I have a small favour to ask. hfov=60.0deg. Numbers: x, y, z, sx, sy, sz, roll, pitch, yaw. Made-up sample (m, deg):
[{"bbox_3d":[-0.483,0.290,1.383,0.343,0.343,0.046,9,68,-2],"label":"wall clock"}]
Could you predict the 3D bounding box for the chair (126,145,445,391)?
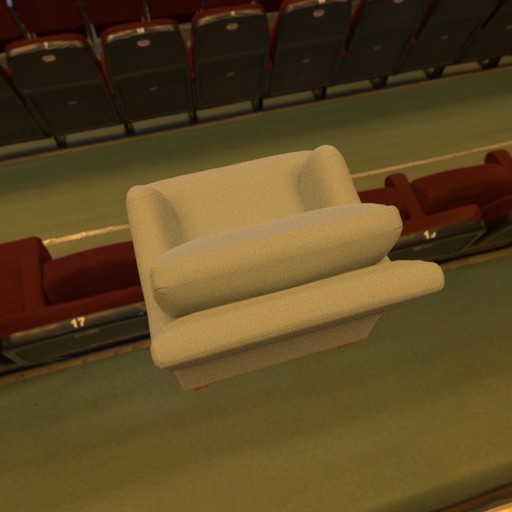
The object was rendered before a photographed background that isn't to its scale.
[{"bbox_3d":[0.000,0.000,1.897,0.955,1.038,1.070,-14,59,-9],"label":"chair"}]
